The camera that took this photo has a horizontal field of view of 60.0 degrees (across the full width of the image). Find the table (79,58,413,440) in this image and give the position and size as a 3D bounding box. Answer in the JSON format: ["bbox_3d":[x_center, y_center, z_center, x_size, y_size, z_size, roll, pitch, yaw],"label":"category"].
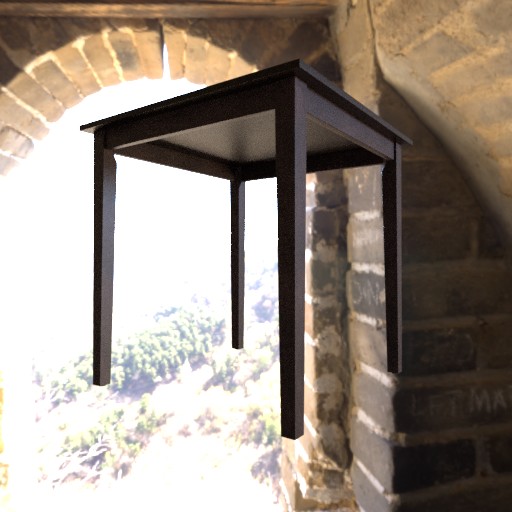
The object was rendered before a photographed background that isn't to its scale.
[{"bbox_3d":[0.000,0.000,1.390,0.749,0.770,0.749,0,-1,36],"label":"table"}]
